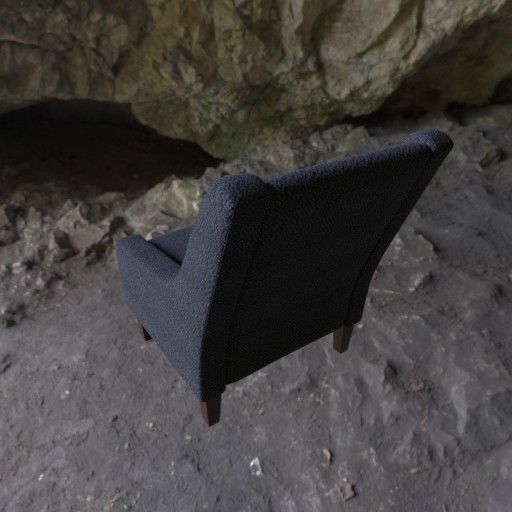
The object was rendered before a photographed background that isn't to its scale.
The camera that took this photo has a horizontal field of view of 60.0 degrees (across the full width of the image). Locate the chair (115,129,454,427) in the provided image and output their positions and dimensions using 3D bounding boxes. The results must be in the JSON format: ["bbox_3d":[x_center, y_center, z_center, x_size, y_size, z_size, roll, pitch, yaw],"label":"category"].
[{"bbox_3d":[0.000,0.000,1.679,0.793,1.012,0.944,-20,35,-30],"label":"chair"}]
